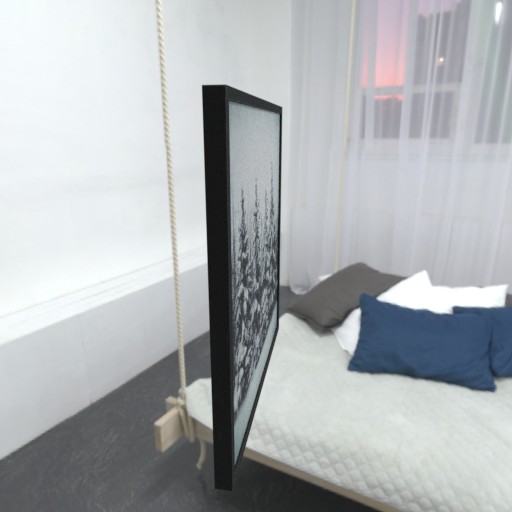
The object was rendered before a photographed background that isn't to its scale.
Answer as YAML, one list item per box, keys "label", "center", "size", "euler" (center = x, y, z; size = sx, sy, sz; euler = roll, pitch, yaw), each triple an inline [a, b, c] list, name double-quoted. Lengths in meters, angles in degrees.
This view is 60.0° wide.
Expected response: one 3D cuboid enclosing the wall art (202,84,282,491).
- label: "wall art"
  center: [0.000, 0.000, 1.142]
  size: [0.037, 0.761, 0.761]
  euler: [3, 16, 9]
